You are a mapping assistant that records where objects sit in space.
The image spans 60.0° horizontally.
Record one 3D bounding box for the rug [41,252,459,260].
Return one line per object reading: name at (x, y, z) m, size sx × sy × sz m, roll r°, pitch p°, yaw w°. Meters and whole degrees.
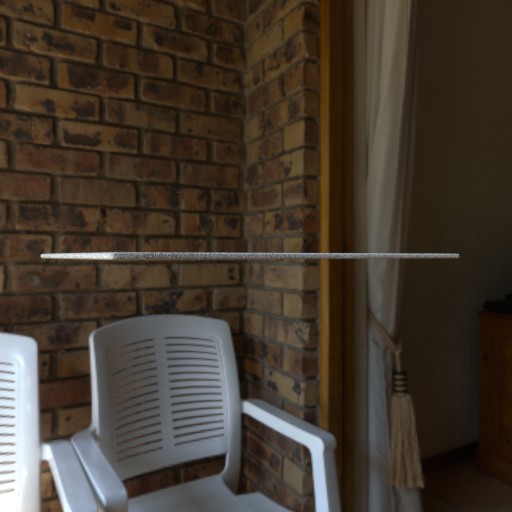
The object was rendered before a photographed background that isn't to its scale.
rug at (0.000, 0.000, 3.027) m, size 2.438 × 0.030 × 1.524 m, roll 0°, pitch 0°, yaw -35°
